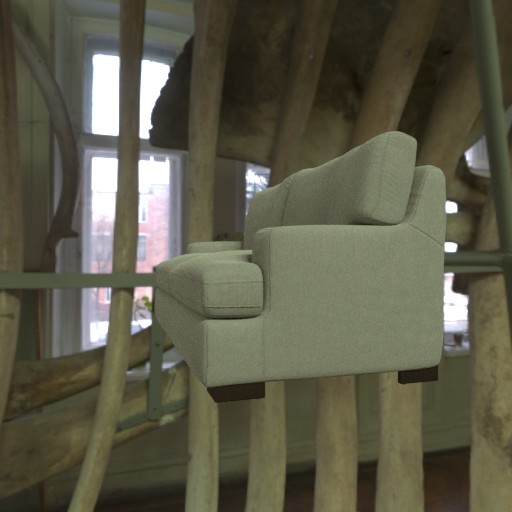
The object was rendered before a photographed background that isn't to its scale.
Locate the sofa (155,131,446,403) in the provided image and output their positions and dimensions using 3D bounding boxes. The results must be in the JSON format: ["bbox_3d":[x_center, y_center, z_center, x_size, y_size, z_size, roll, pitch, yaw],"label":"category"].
[{"bbox_3d":[0.000,0.000,2.427,0.962,0.980,1.855,0,0,-18],"label":"sofa"}]
